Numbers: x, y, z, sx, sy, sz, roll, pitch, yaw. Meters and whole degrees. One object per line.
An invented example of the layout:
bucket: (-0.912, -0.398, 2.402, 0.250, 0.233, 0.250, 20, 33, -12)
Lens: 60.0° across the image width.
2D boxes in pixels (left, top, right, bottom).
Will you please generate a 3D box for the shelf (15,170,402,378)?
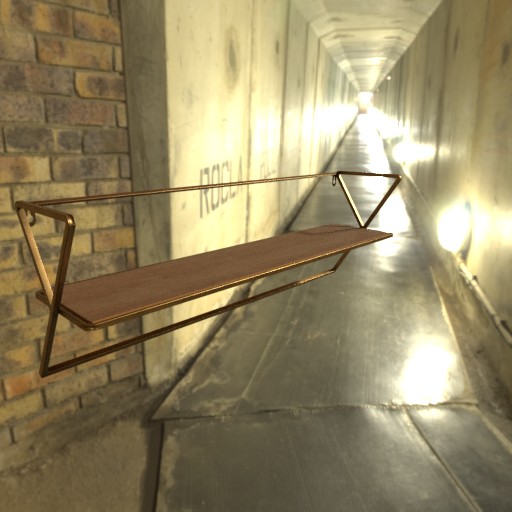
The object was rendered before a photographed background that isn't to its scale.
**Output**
shelf: (0.000, 0.000, 0.713, 0.150, 0.229, 0.645, 15, 21, 43)
